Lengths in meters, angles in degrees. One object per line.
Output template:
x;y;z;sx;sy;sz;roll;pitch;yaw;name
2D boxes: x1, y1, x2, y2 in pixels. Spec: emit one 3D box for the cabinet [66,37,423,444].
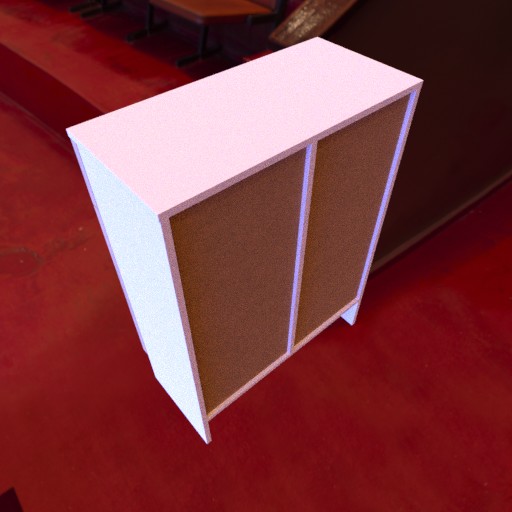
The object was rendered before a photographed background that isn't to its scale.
0.000;0.000;1.097;0.600;0.815;0.296;-32;55;-27;cabinet
